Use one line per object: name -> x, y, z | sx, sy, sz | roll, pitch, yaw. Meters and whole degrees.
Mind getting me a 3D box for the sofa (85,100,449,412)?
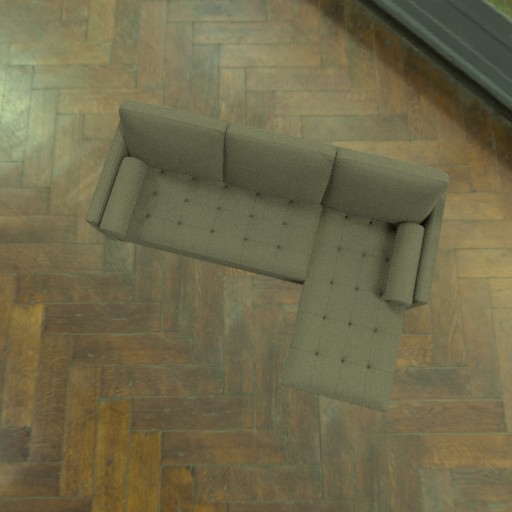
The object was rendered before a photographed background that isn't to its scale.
sofa -> 0.000, 0.000, 2.876 | 2.178, 0.875, 1.506 | 14, 78, 3
